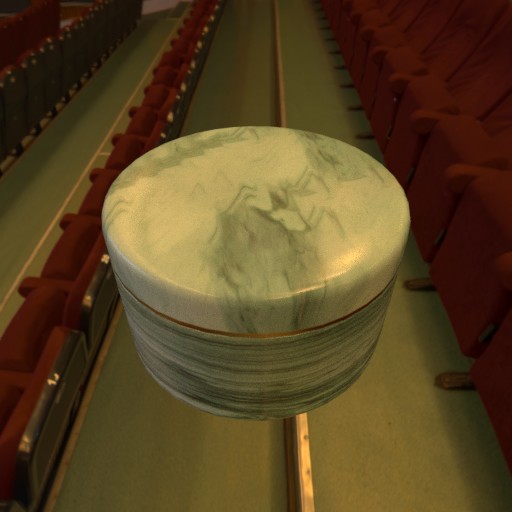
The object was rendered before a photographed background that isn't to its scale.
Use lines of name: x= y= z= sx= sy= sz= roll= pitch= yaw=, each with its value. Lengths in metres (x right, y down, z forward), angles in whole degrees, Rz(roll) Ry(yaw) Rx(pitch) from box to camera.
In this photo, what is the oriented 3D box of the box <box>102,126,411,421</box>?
box: x=0.000 y=0.000 z=0.167 sx=0.101 sy=0.063 sz=0.101 roll=0 pitch=41 yaw=0
